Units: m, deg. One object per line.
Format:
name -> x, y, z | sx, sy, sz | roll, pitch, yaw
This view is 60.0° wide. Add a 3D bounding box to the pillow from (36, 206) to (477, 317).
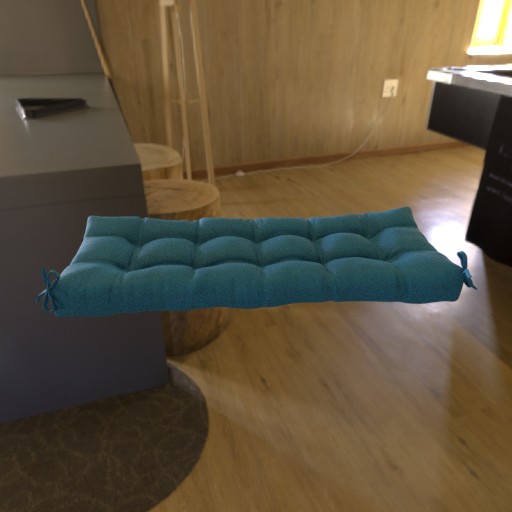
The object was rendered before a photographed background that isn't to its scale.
pillow -> 0.000, 0.000, 1.340 | 1.194, 0.174, 0.511 | -2, 30, -4
